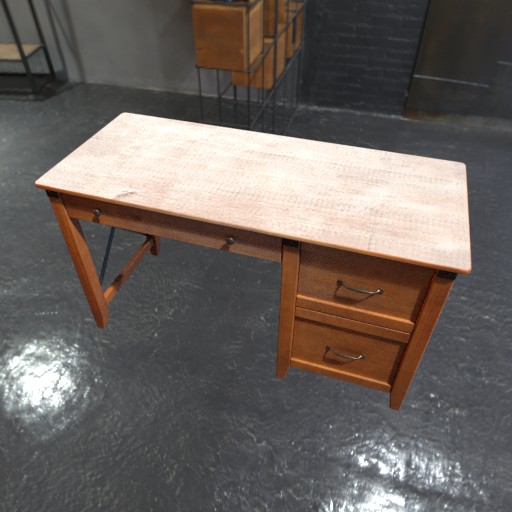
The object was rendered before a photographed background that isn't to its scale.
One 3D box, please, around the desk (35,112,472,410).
[{"bbox_3d":[0.000,0.000,1.749,1.353,0.756,0.574,12,43,13],"label":"desk"}]
